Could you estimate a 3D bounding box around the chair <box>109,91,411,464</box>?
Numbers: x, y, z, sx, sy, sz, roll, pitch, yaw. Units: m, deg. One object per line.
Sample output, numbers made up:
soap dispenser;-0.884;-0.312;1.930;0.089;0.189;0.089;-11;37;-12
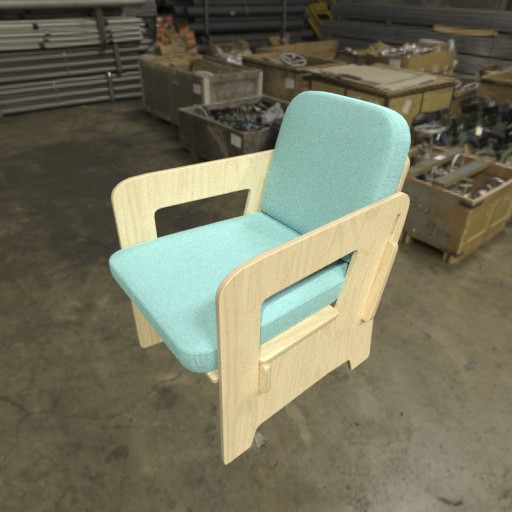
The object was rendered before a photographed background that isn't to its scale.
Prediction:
chair;0.000;0.000;1.270;0.710;0.800;0.590;-21;37;-30
